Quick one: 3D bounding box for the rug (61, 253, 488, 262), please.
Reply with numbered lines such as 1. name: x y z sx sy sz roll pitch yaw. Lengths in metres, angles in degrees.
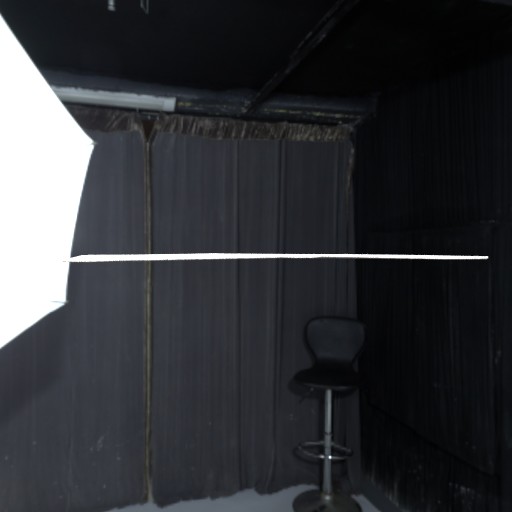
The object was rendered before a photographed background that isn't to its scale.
1. rug: 0.000 0.000 5.045 3.778 0.053 2.873 0 1 -16
